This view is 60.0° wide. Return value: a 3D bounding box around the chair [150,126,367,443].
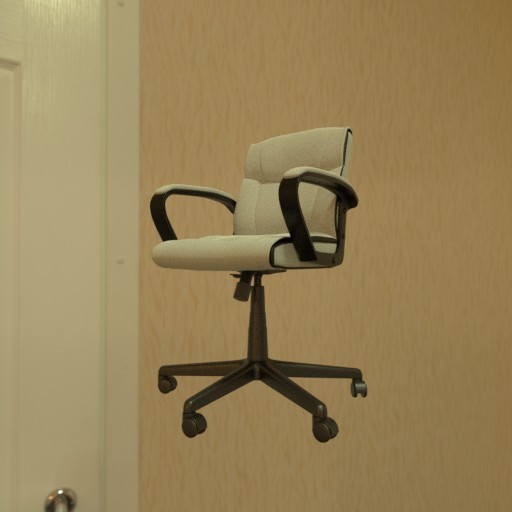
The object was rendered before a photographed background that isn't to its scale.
[{"bbox_3d":[0.000,0.000,1.523,0.739,1.004,0.717,0,-1,35],"label":"chair"}]
